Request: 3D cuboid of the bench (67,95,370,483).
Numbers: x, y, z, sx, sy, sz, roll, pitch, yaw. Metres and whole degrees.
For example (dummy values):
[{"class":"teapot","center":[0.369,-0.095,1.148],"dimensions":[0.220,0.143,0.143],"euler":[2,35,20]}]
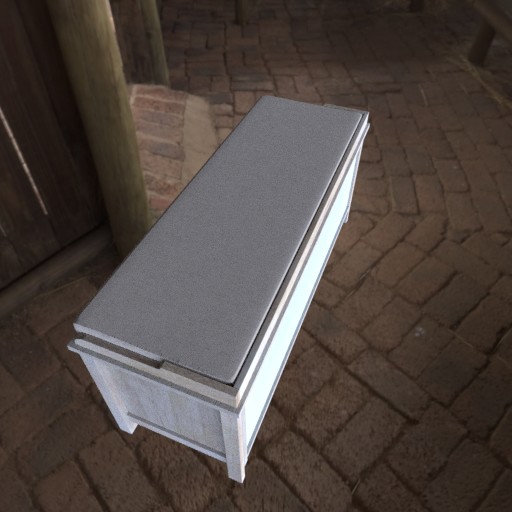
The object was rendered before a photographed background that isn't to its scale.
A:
[{"class":"bench","center":[0.000,0.000,1.395],"dimensions":[0.398,0.501,1.140],"euler":[17,49,15]}]
